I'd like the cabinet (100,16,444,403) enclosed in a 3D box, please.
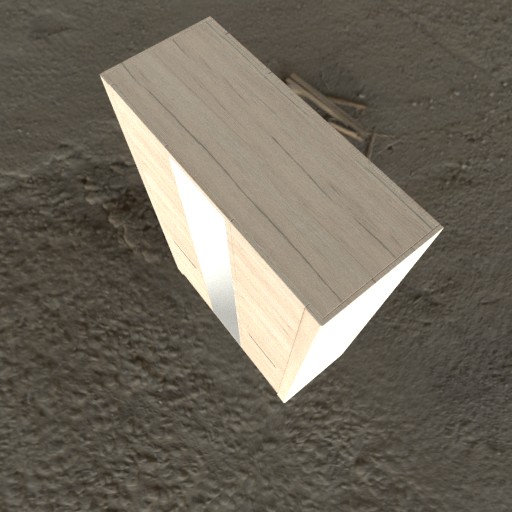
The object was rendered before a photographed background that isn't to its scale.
[{"bbox_3d":[0.000,0.000,2.655,0.580,2.070,1.400,-36,70,-15],"label":"cabinet"}]
